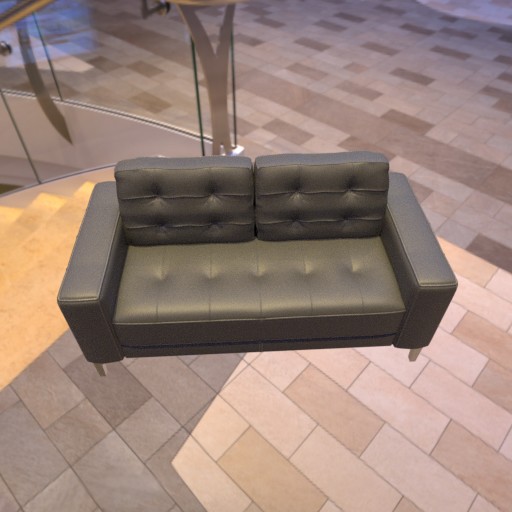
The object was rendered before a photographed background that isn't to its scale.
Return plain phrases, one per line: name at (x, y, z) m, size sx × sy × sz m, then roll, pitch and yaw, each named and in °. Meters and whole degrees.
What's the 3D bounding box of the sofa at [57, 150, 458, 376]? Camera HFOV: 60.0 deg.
sofa at (0.000, 0.000, 2.258) m, size 1.726 × 0.893 × 0.833 m, roll -2°, pitch 46°, yaw -2°
